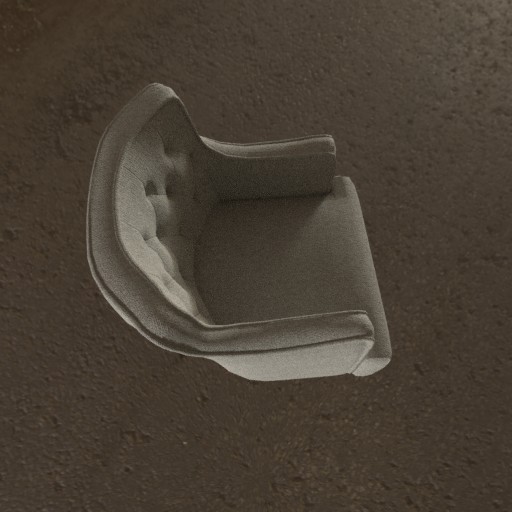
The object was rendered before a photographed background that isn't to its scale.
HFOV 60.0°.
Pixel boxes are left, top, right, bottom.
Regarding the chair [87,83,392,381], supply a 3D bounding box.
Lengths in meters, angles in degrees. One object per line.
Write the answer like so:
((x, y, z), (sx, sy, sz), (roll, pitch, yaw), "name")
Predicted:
((0.000, 0.000, 1.569), (0.910, 0.920, 0.820), (-4, 63, -2), "chair")
